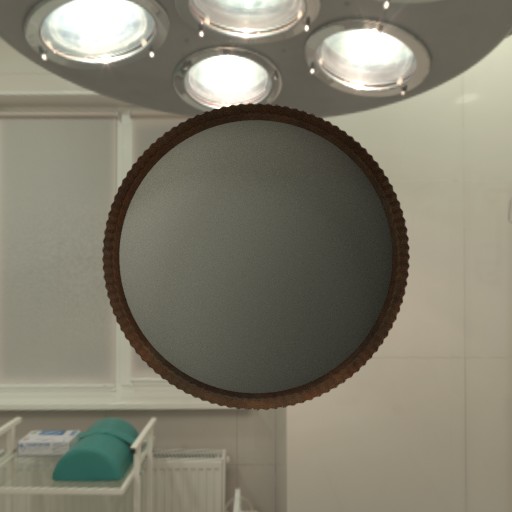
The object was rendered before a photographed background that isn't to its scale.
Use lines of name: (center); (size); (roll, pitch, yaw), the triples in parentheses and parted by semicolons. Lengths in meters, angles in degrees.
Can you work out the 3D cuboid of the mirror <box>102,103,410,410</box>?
mirror: (0.000, 0.000, 0.900); (0.609, 0.609, 0.056); (0, -1, 0)
